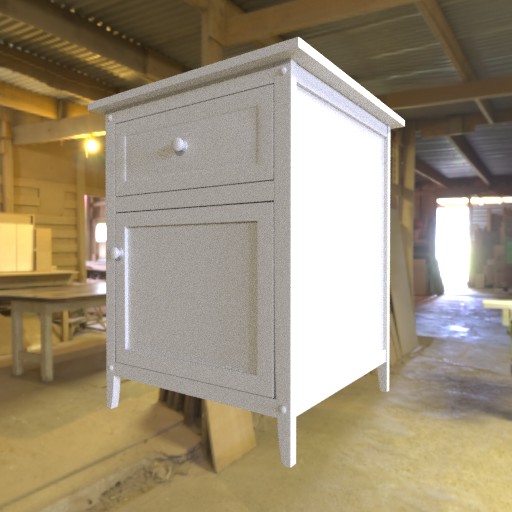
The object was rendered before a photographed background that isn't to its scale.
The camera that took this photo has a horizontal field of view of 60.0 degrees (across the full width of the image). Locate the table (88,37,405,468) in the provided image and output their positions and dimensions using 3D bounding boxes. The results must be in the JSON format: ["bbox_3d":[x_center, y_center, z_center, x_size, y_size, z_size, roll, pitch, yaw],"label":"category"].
[{"bbox_3d":[0.000,0.000,0.747,0.381,0.483,0.381,1,1,35],"label":"table"}]
